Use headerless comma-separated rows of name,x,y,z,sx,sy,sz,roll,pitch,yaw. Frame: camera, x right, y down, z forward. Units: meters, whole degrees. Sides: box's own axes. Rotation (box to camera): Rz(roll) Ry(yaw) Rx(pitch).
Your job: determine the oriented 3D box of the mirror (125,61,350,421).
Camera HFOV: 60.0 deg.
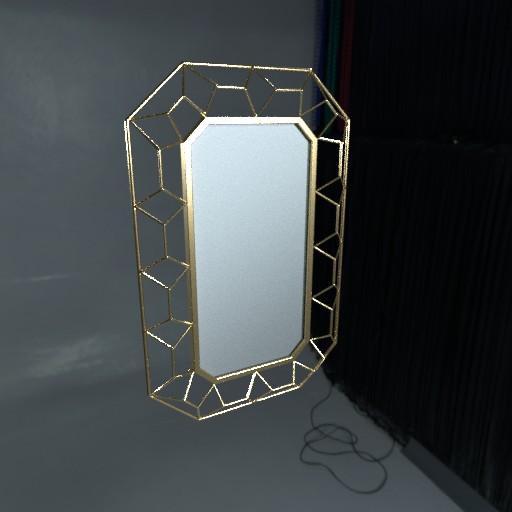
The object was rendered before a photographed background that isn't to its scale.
mirror,0.000,0.000,1.089,0.572,0.870,0.051,-9,19,-27
